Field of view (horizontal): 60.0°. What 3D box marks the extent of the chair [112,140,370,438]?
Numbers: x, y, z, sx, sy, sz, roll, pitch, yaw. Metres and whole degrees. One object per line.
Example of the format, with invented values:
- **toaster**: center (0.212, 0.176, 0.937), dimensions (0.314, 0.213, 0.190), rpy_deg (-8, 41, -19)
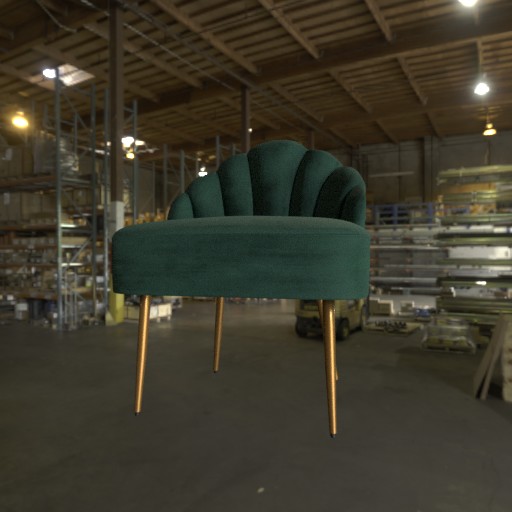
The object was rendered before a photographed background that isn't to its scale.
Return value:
- **chair**: center (0.000, 0.000, 1.294), dimensions (0.657, 0.819, 0.599), rpy_deg (0, 0, 16)
